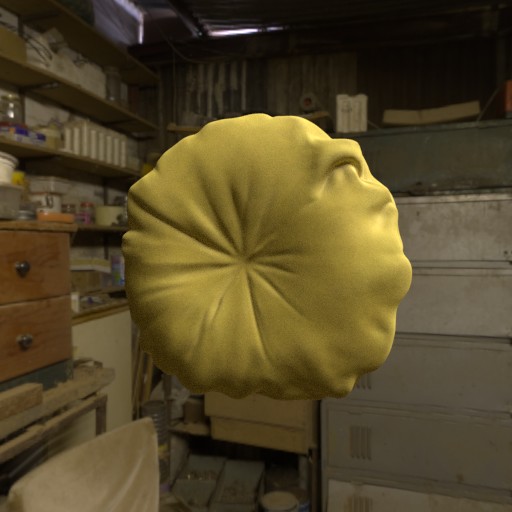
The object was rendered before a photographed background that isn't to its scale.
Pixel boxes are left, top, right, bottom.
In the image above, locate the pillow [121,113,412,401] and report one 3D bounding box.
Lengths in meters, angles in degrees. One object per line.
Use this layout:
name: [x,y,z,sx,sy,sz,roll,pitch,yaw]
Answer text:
pillow: [0.000,0.000,0.647,0.428,0.407,0.148,0,1,18]
